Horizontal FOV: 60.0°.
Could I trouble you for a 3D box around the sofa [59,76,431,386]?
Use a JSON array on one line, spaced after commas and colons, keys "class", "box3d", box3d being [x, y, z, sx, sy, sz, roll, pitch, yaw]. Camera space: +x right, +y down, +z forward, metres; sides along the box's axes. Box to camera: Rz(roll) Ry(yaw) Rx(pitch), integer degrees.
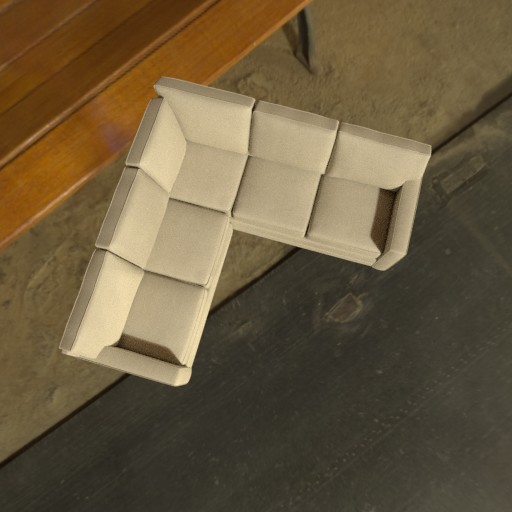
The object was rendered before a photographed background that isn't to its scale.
[{"class": "sofa", "box3d": [0.000, 0.000, 3.447, 2.189, 0.939, 2.182, 15, 77, 4]}]
